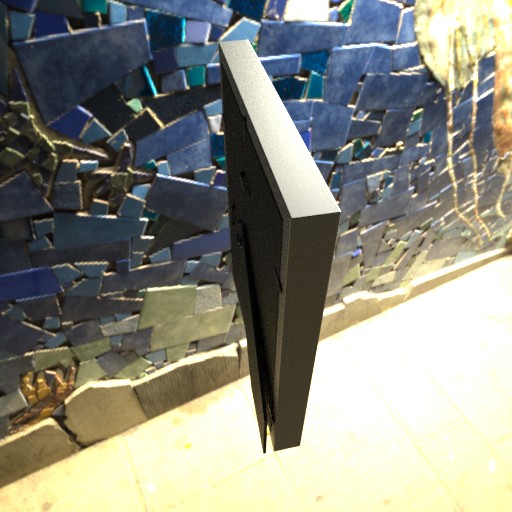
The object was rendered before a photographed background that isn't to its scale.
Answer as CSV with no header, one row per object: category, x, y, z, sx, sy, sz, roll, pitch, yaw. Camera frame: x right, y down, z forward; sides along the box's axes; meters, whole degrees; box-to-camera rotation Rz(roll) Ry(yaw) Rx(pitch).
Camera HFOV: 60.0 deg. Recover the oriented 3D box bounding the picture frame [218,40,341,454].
picture frame,0.000,0.000,0.391,0.036,0.282,0.233,-9,46,-8
